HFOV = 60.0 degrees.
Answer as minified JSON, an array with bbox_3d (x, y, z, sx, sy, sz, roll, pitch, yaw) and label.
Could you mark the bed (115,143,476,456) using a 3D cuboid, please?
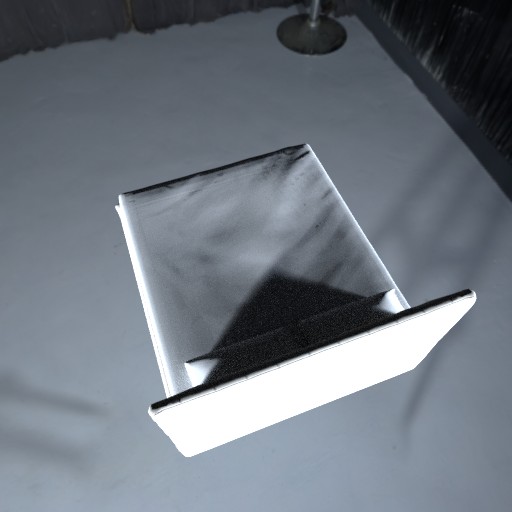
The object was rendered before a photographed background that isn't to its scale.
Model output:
[{"bbox_3d":[0.000,0.000,3.703,2.078,1.427,2.387,-18,60,-10],"label":"bed"}]
